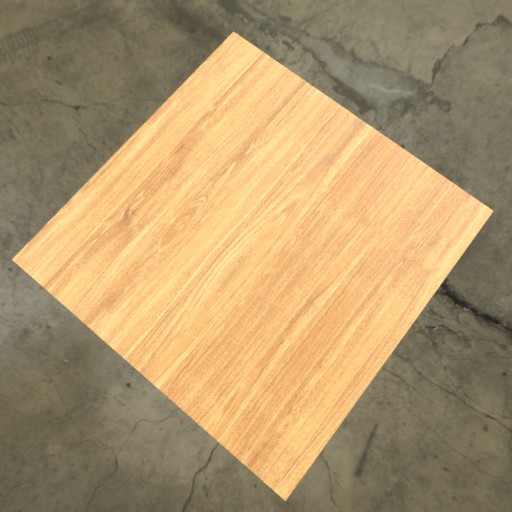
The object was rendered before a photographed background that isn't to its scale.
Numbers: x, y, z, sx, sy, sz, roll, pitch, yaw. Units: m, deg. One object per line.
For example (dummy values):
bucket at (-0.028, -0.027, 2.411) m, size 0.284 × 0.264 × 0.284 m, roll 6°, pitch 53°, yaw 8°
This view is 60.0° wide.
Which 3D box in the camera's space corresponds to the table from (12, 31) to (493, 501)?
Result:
table at (0.000, 0.000, 1.381) m, size 0.900 × 0.450 × 0.900 m, roll 38°, pitch 79°, yaw 9°
